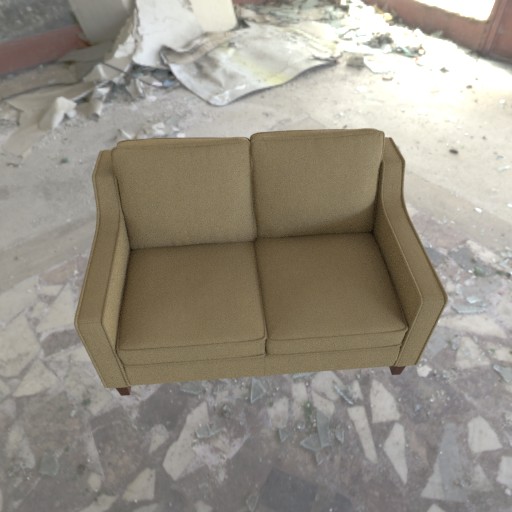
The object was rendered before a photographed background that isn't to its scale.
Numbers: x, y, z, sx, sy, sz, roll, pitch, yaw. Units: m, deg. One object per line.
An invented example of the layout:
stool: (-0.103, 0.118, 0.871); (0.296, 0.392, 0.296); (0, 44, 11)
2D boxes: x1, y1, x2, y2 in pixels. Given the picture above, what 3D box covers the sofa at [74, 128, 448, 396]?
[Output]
sofa: (0.000, 0.000, 2.192); (1.501, 0.971, 0.987); (-3, 46, -3)
